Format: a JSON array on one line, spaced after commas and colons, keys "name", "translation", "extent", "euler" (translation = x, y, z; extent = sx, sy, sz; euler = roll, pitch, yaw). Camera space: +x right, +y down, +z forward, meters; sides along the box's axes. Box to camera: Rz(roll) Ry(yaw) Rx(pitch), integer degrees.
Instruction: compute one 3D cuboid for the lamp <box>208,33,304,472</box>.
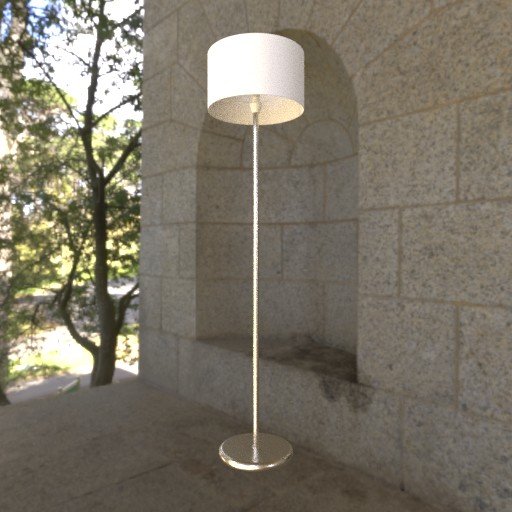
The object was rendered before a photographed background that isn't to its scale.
[{"name": "lamp", "translation": [0.000, 0.000, 1.609], "extent": [0.347, 1.443, 0.347], "euler": [0, 0, 19]}]
